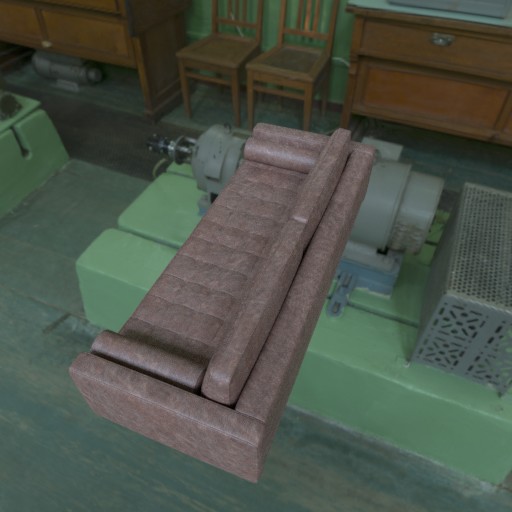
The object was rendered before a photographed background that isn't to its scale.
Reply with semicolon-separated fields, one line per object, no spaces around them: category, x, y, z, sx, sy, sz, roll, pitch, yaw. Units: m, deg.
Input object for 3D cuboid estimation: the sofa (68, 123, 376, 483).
sofa;0.000;0.000;2.611;0.914;0.762;2.210;16;49;15
